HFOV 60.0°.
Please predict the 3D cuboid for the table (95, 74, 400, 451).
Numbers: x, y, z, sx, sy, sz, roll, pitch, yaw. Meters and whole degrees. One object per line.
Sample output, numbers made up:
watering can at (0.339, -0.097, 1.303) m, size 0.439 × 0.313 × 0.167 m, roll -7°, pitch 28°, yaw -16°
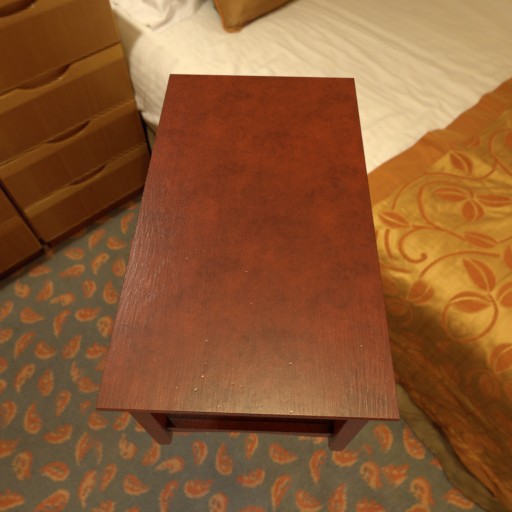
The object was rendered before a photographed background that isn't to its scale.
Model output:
table at (0.000, 0.000, 1.213) m, size 0.533 × 0.456 × 0.943 m, roll 2°, pitch 57°, yaw 1°
